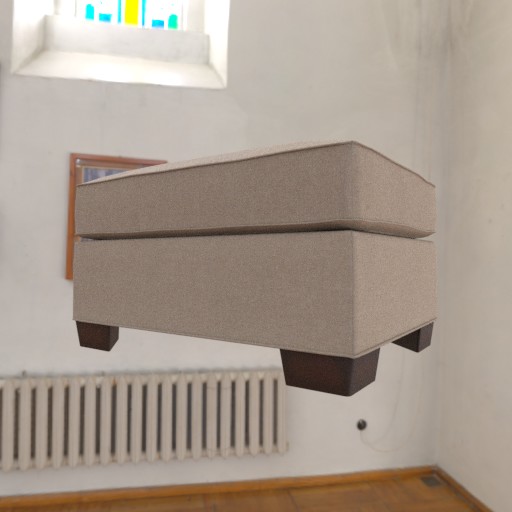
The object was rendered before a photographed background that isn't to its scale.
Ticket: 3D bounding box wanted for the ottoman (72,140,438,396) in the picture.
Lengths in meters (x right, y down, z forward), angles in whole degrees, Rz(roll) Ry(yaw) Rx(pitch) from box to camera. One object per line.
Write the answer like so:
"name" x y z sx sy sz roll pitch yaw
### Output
"ottoman" 0.000 0.000 1.247 0.846 0.503 0.617 0 0 35
